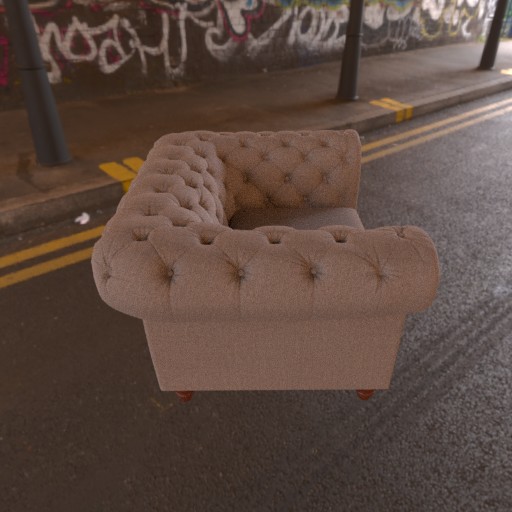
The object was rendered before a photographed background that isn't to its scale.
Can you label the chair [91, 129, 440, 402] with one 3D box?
[{"bbox_3d":[0.000,0.000,1.847,0.976,0.770,1.270,0,32,-1],"label":"chair"}]
